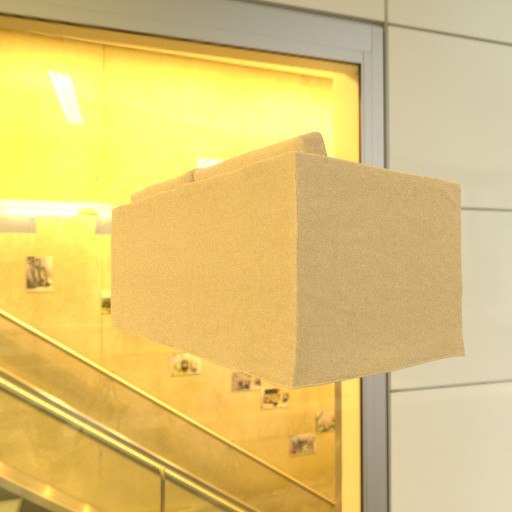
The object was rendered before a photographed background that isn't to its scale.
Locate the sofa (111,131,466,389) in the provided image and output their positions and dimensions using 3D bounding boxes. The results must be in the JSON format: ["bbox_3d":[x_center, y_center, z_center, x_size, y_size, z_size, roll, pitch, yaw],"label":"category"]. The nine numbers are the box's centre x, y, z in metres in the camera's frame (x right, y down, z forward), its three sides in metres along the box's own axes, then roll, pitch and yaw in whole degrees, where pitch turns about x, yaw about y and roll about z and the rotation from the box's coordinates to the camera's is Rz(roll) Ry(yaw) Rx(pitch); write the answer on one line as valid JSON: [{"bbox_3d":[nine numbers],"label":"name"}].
[{"bbox_3d":[0.000,0.000,2.253,0.962,0.835,1.719,1,-2,-36],"label":"sofa"}]
